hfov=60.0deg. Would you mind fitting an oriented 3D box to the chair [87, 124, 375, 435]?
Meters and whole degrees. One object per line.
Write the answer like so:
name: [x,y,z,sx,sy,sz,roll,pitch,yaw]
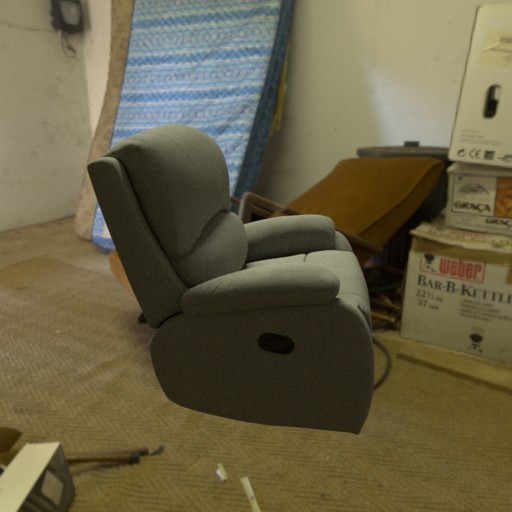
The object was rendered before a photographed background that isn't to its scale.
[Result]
chair: [0.000,0.000,1.772,0.899,1.011,0.930,3,17,8]
